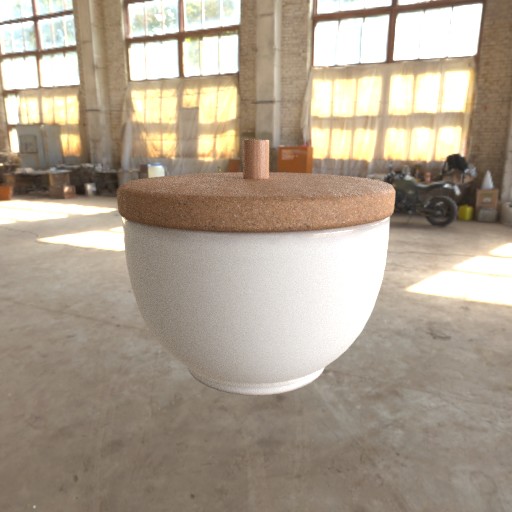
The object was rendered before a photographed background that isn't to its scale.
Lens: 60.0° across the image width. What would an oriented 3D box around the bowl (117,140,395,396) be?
[{"bbox_3d":[0.000,0.000,0.218,0.126,0.110,0.126,0,14,0],"label":"bowl"}]
